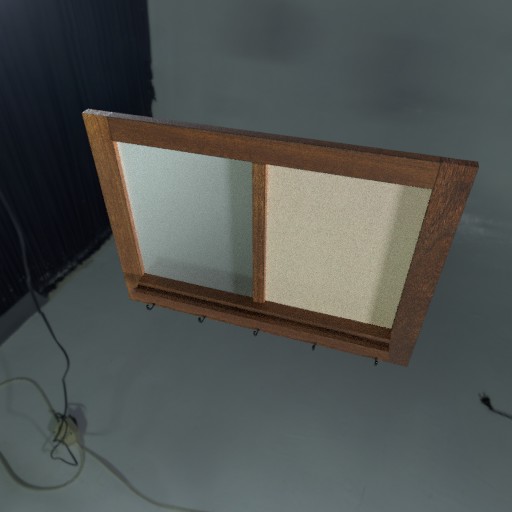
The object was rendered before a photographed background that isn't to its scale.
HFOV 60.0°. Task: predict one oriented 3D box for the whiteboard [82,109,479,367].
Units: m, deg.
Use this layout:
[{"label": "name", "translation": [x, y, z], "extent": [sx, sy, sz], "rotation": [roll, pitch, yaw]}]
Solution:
[{"label": "whiteboard", "translation": [0.000, 0.000, 1.009], "extent": [0.783, 0.559, 0.083], "rotation": [11, 41, 13]}]
